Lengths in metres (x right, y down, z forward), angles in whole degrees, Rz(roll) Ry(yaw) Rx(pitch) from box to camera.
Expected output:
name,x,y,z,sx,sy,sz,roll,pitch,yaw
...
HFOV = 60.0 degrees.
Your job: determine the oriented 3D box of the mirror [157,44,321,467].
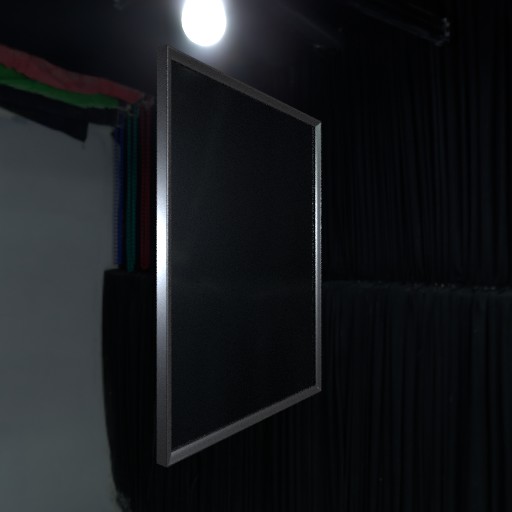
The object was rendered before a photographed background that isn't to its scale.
name,x,y,z,sx,sy,sz,roll,pitch,yaw
mirror,0.000,0.000,1.380,0.041,1.016,0.762,0,0,37
